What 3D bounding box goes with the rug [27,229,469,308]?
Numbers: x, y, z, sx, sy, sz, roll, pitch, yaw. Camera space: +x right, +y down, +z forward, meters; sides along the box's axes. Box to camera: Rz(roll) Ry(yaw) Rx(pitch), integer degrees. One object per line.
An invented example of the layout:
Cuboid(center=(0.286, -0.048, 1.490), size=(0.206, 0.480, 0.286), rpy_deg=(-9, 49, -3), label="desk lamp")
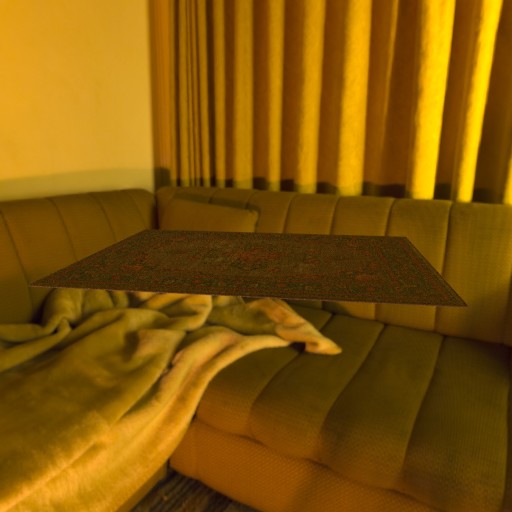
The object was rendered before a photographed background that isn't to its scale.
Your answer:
Cuboid(center=(0.000, 0.000, 2.953), size=(2.214, 0.013, 1.609), rpy_deg=(2, 14, 8), label="rug")
